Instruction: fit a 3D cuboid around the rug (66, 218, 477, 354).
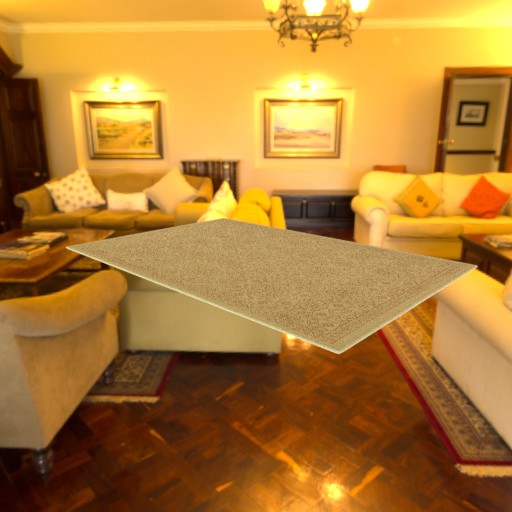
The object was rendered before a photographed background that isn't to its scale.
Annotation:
[{"bbox_3d":[0.000,0.000,2.339,1.829,0.010,1.219,14,21,41],"label":"rug"}]
